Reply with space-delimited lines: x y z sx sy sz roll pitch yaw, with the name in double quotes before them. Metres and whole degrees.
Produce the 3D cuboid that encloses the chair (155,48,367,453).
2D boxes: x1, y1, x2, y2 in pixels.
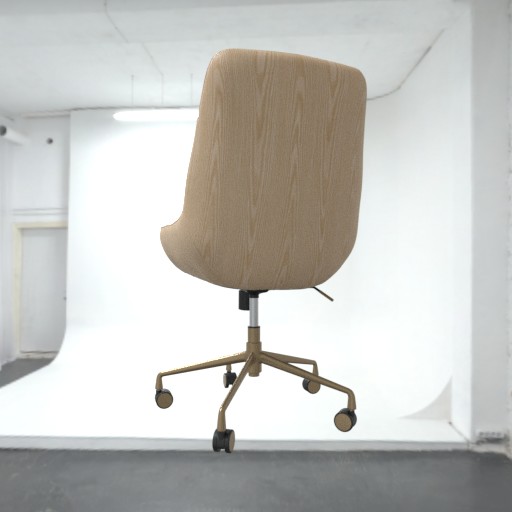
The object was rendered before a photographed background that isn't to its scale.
"chair" 0.000 0.000 1.335 0.564 0.952 0.668 0 -1 -18
